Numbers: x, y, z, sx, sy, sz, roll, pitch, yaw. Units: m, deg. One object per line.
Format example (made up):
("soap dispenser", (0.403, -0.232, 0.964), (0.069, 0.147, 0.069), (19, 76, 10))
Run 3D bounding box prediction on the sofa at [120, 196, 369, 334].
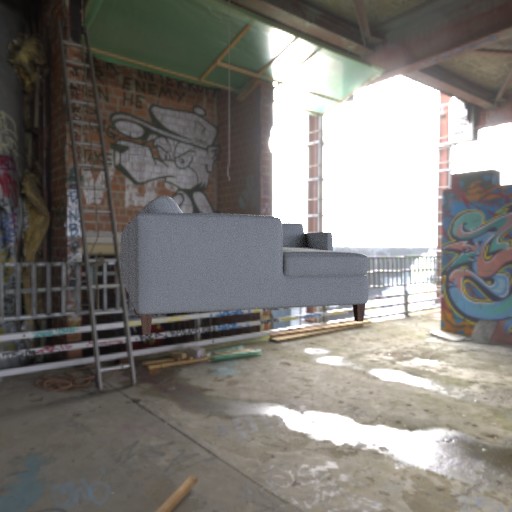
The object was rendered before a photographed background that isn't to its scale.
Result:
("sofa", (0.000, 0.000, 4.469), (2.551, 0.853, 3.238), (0, 1, -18))
